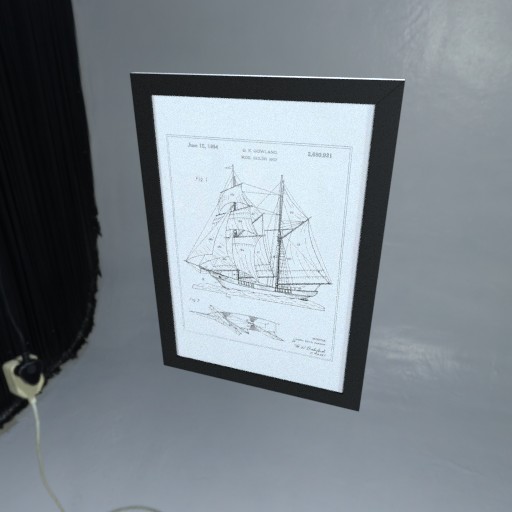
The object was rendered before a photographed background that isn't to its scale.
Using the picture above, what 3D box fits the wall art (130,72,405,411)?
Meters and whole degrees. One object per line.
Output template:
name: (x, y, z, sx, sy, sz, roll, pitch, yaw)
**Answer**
wall art: (0.000, 0.000, 0.608, 0.326, 0.459, 0.011, 8, 28, 17)
